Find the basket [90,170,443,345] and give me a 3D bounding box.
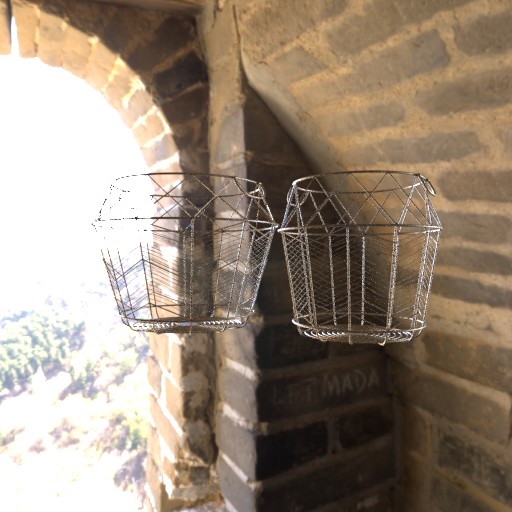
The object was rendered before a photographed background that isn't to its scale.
[{"bbox_3d":[0.000,0.000,1.034,0.805,0.343,0.451,0,0,19],"label":"basket"}]
